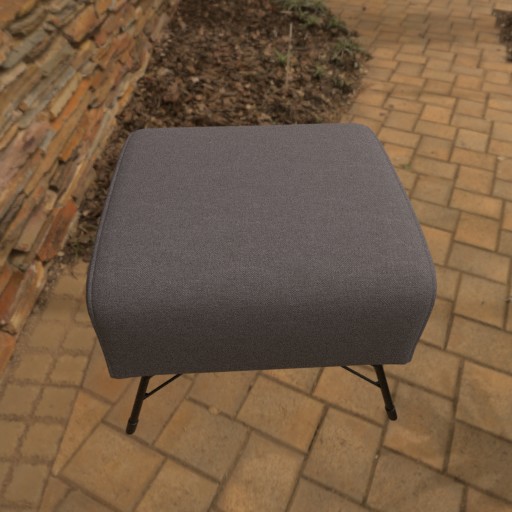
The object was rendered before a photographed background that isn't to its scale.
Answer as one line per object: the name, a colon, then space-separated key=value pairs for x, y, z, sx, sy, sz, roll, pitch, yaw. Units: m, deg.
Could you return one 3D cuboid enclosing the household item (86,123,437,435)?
household item: x=0.000 y=0.000 z=0.898 sx=0.530 sy=0.410 sz=0.530 roll=-2 pitch=45 yaw=-2
